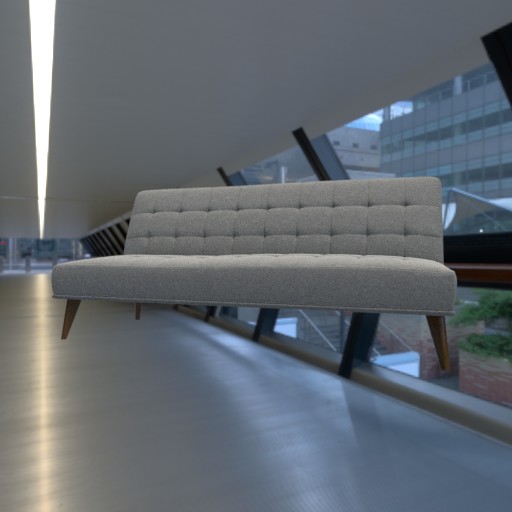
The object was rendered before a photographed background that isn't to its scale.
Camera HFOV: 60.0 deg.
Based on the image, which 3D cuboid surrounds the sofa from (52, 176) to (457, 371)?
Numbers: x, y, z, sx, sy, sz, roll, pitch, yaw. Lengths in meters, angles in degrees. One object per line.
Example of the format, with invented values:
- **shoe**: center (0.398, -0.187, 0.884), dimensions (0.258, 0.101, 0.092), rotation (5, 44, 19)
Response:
- **sofa**: center (0.000, 0.000, 2.253), dimensions (1.800, 0.810, 0.860), rotation (0, 1, 19)
